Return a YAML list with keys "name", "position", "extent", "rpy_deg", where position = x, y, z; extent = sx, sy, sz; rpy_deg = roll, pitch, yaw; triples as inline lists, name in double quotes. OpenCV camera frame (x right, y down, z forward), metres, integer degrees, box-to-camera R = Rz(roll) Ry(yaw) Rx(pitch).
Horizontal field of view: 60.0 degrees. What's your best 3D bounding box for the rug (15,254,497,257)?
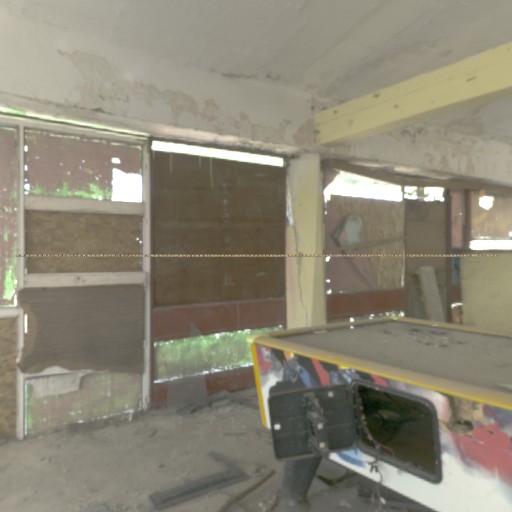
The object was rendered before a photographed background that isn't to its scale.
- name: "rug"
  position: [0.000, 0.000, 3.000]
  extent: [2.439, 0.011, 1.533]
  rpy_deg: [0, 0, 0]
